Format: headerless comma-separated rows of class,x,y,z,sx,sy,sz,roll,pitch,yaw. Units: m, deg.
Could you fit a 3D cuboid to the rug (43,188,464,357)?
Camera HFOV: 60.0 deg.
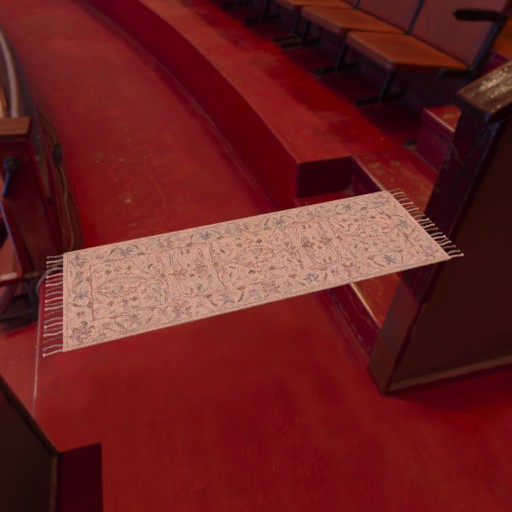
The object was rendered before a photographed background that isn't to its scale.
rug,0.000,0.000,2.712,2.440,0.013,0.769,-12,44,-13
